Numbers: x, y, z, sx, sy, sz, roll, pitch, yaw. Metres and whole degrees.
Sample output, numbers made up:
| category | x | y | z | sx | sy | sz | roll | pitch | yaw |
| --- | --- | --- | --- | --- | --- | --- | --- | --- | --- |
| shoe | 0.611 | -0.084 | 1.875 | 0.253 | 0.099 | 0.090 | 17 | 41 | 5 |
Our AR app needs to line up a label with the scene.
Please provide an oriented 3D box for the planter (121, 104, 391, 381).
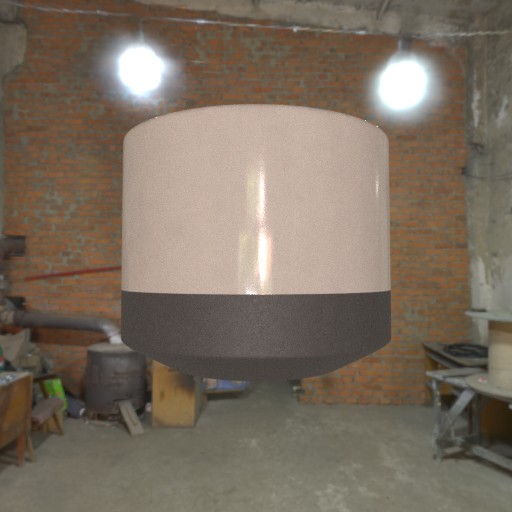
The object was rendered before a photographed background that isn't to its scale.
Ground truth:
| category | x | y | z | sx | sy | sz | roll | pitch | yaw |
| --- | --- | --- | --- | --- | --- | --- | --- | --- | --- |
| planter | 0.000 | 0.000 | 0.222 | 0.128 | 0.105 | 0.128 | 0 | -2 | 0 |
